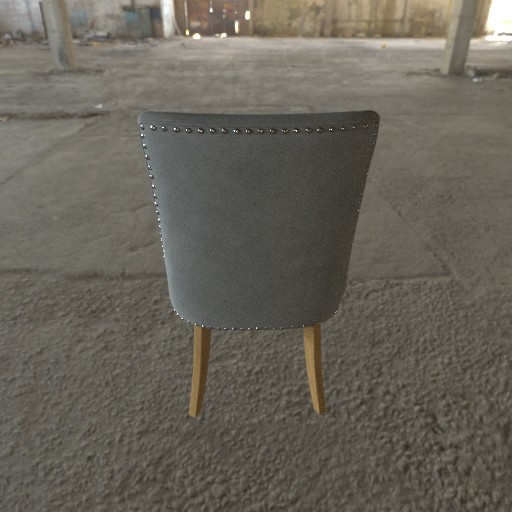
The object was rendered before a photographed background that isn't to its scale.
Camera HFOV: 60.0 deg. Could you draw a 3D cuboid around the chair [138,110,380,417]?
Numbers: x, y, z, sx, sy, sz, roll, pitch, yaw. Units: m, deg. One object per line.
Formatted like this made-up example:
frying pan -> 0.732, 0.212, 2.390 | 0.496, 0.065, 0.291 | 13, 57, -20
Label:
chair -> 0.000, 0.000, 1.283 | 0.495, 0.902, 0.610 | -1, 29, -1
